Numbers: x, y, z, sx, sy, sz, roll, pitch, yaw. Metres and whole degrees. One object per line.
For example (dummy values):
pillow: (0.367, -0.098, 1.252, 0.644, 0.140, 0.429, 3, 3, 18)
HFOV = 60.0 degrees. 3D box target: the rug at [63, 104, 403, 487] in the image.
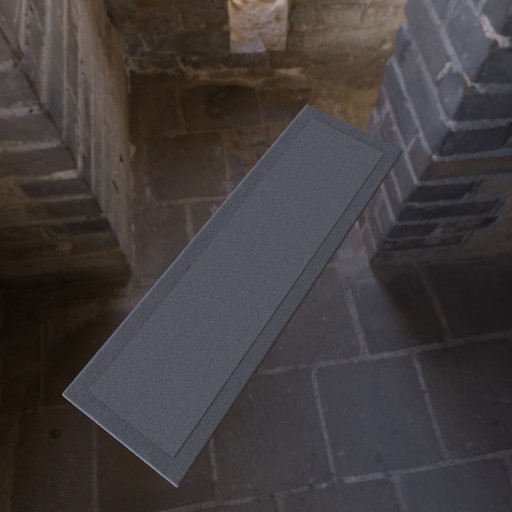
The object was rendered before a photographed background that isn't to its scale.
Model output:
rug: (0.000, 0.000, 2.626, 0.759, 0.012, 2.430, 31, 67, 15)
